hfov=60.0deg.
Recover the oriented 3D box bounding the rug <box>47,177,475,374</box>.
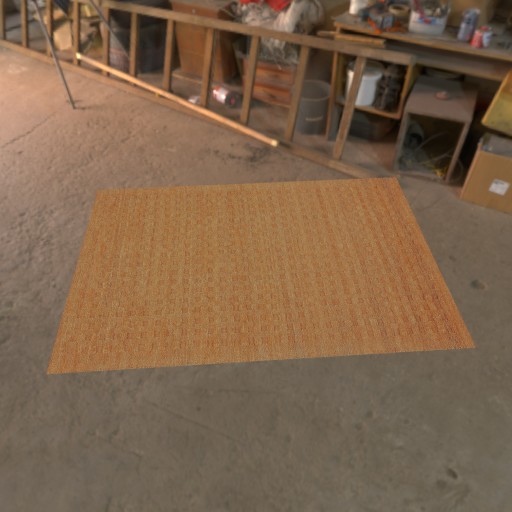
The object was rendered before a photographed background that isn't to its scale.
[{"bbox_3d":[0.000,0.000,2.876,2.285,0.006,1.524,-3,47,-3],"label":"rug"}]
